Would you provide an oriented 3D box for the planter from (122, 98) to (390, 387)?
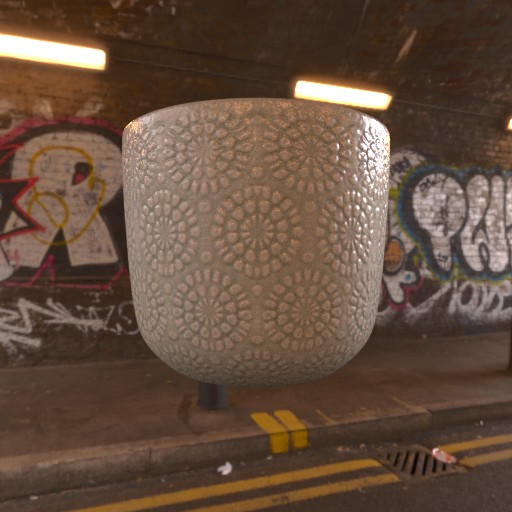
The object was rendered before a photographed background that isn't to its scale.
[{"bbox_3d":[0.000,0.000,0.214,0.124,0.109,0.124,0,-1,0],"label":"planter"}]
